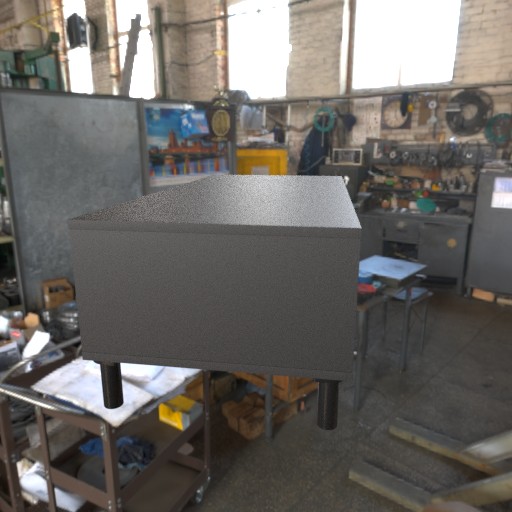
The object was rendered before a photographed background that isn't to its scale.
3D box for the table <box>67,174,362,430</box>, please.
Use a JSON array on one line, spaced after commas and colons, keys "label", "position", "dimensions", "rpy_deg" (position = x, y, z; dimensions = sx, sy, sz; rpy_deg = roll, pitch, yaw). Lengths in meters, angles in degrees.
[{"label": "table", "position": [0.000, 0.000, 1.345], "dimensions": [0.550, 0.400, 1.100], "rpy_deg": [2, 15, 9]}]
